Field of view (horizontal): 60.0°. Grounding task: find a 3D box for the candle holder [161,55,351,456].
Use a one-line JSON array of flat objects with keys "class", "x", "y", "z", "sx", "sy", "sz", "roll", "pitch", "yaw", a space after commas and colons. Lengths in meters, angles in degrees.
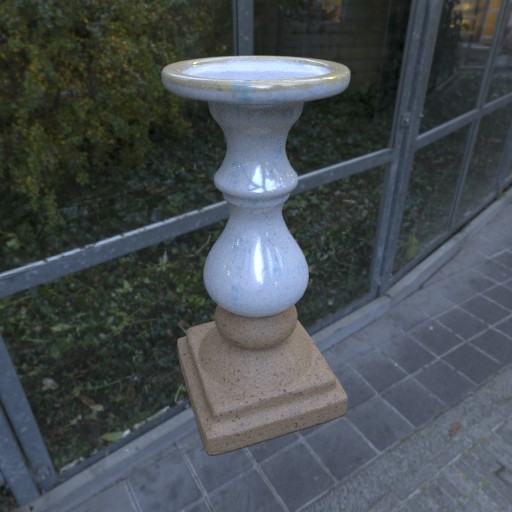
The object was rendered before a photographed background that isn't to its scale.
[{"class": "candle holder", "x": 0.000, "y": 0.000, "z": 0.301, "sx": 0.110, "sy": 0.239, "sz": 0.110, "roll": -10, "pitch": 32, "yaw": -17}]
